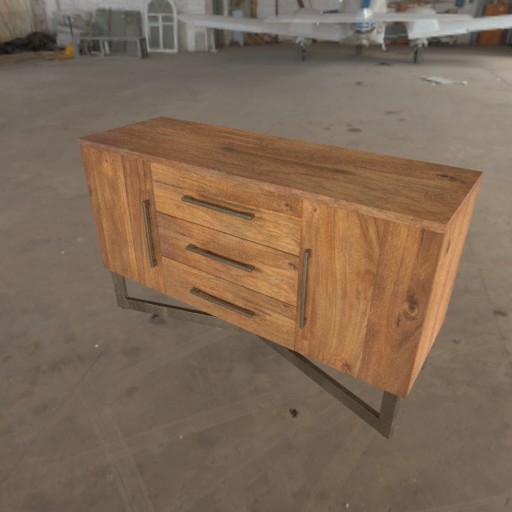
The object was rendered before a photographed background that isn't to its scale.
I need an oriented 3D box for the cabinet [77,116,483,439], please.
[{"bbox_3d":[0.000,0.000,1.733,1.373,0.812,0.480,19,35,29],"label":"cabinet"}]
